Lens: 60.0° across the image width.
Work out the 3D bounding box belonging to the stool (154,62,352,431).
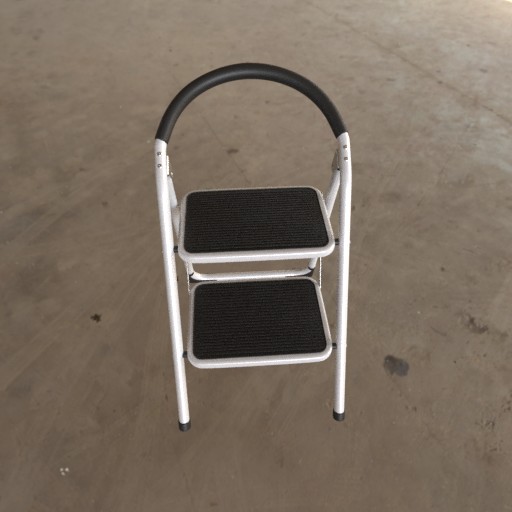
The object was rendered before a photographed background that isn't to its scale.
[{"bbox_3d":[0.000,0.000,1.119,0.453,0.760,0.559,-3,45,-3],"label":"stool"}]
